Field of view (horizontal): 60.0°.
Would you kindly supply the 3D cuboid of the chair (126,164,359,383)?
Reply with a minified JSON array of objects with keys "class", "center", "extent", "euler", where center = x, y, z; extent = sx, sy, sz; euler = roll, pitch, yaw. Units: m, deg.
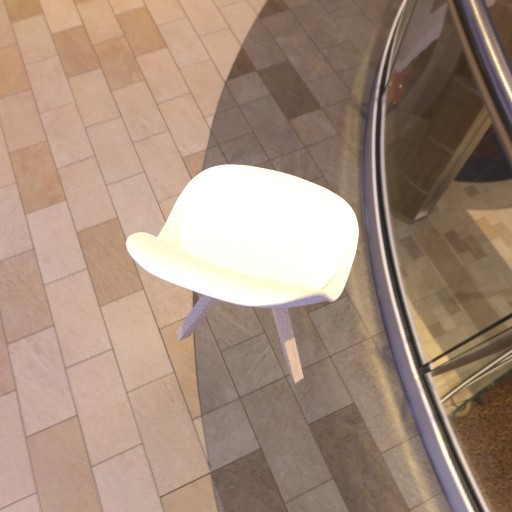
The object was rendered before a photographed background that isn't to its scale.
[{"class":"chair","center":[0.000,0.000,1.174],"extent":[0.485,0.850,0.550],"euler":[18,66,8]}]
